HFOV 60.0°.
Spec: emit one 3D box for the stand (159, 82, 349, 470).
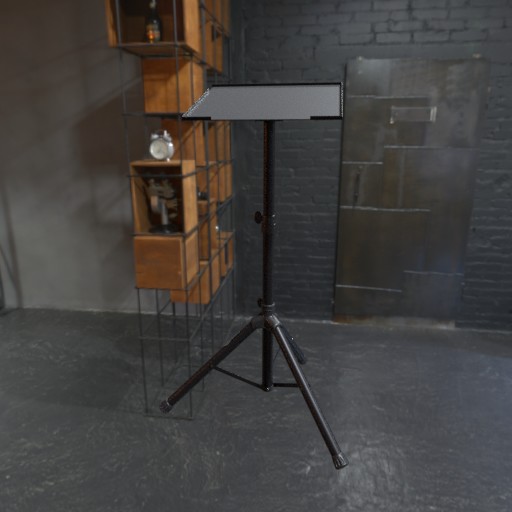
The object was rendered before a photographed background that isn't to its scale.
[{"bbox_3d":[0.000,0.000,1.612,0.702,1.198,0.702,3,16,9],"label":"stand"}]
